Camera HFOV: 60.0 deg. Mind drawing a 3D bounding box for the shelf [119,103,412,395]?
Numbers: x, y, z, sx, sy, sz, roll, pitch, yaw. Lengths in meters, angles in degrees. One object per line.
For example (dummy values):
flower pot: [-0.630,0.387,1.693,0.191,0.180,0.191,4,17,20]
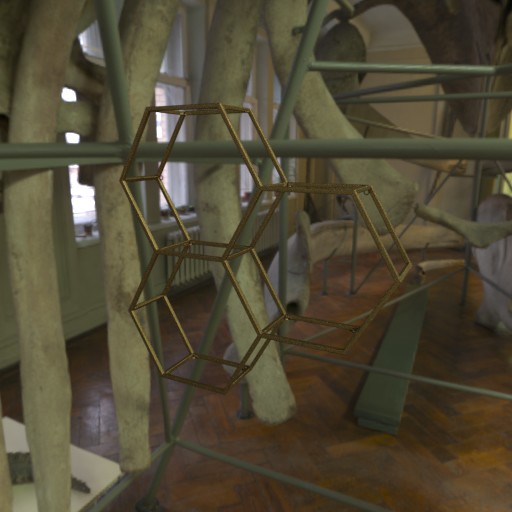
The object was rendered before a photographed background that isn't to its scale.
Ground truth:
shelf: [0.000,0.000,1.081,0.708,0.701,0.150,7,15,26]
